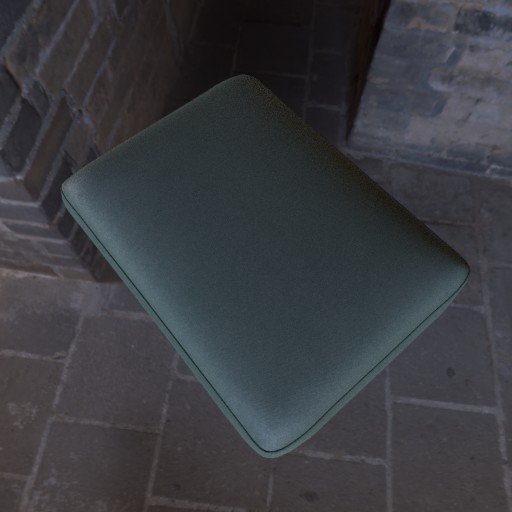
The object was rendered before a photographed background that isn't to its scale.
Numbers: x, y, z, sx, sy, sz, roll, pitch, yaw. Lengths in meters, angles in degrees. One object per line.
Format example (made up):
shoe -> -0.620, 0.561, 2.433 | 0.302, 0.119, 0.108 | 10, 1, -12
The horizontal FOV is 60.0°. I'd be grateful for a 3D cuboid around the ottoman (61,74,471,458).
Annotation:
ottoman -> 0.000, 0.000, 1.143 | 0.608, 0.449, 0.811 | -37, 70, -16
